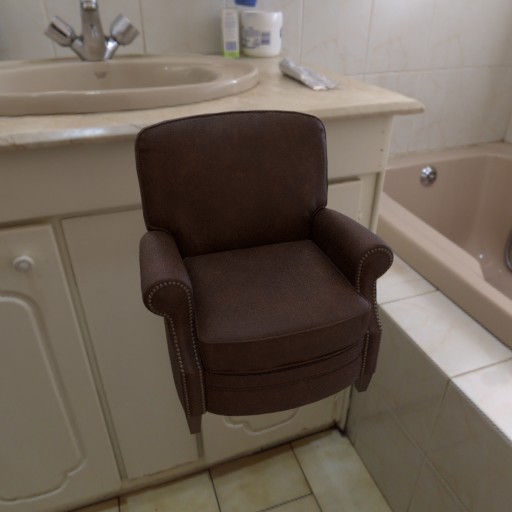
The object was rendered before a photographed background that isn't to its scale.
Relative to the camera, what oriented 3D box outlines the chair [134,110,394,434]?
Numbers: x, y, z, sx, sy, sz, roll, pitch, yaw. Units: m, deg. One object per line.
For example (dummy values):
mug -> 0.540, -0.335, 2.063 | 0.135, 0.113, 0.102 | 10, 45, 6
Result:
chair -> 0.000, 0.000, 1.818 | 0.936, 1.018, 0.986 | -9, 32, -14
